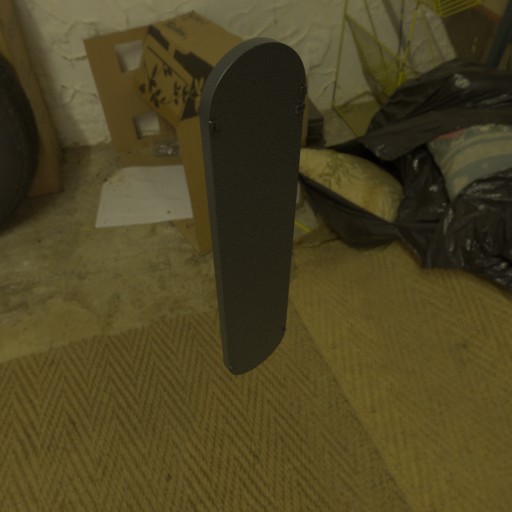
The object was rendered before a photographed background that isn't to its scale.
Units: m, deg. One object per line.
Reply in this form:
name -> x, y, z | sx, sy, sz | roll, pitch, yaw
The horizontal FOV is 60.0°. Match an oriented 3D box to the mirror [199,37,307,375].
mirror -> 0.000, 0.000, 1.070 | 0.222, 0.991, 0.032 | -30, 53, -26
